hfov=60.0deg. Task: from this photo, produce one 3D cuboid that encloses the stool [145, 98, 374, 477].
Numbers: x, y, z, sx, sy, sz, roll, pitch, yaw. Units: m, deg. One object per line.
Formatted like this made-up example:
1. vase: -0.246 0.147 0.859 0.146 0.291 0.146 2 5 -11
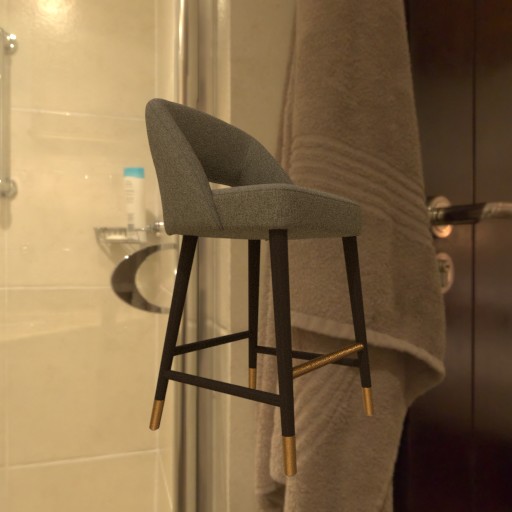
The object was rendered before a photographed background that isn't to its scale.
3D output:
1. stool: 0.000 0.000 1.258 0.524 0.925 0.536 0 0 36
